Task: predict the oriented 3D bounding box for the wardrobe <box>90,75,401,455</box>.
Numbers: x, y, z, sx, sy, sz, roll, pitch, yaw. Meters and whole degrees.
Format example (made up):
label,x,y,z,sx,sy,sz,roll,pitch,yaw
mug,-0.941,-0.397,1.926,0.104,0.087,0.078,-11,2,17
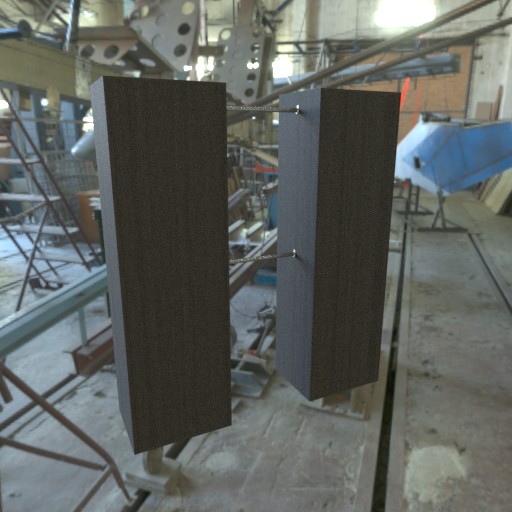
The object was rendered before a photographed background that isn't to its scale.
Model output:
label,x,y,z,sx,sy,sz,roll,pitch,yaw
wardrobe,0.000,0.000,2.831,1.770,2.000,0.480,-7,17,-25
